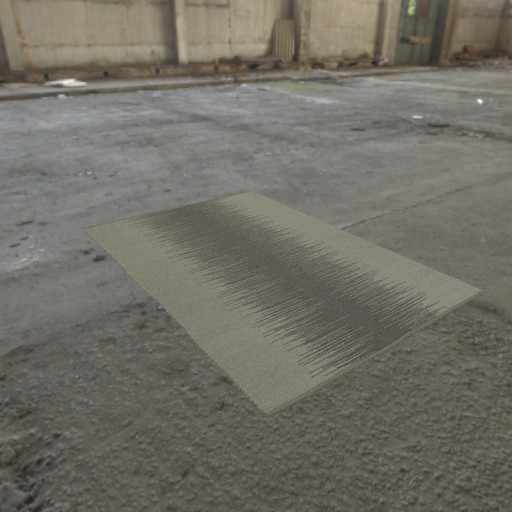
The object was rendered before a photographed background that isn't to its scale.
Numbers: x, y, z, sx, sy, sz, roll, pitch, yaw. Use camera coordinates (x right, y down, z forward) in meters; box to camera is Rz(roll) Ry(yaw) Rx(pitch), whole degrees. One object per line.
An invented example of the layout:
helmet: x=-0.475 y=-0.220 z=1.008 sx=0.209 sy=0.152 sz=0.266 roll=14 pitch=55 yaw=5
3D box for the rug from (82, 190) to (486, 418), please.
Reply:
rug: x=0.000 y=0.000 z=2.291 sx=1.226 sy=0.007 sz=1.815 roll=-18 pitch=31 yaw=-32
